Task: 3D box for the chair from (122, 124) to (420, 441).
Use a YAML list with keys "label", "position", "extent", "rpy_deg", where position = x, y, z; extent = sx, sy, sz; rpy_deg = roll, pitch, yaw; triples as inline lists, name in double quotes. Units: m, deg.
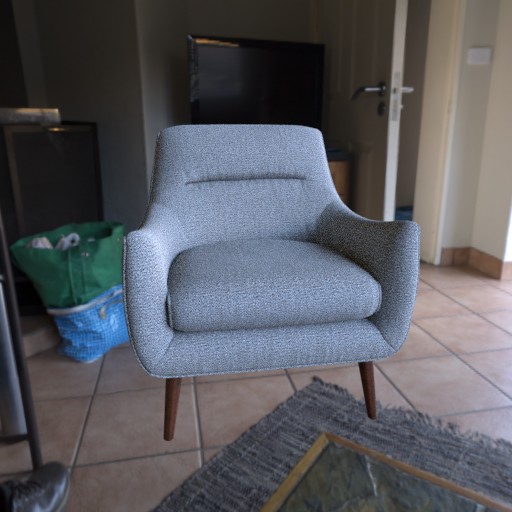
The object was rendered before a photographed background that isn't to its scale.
- label: "chair"
  position: [0.000, 0.000, 1.457]
  extent: [0.762, 0.838, 0.787]
  rpy_deg: [-2, 16, -9]
